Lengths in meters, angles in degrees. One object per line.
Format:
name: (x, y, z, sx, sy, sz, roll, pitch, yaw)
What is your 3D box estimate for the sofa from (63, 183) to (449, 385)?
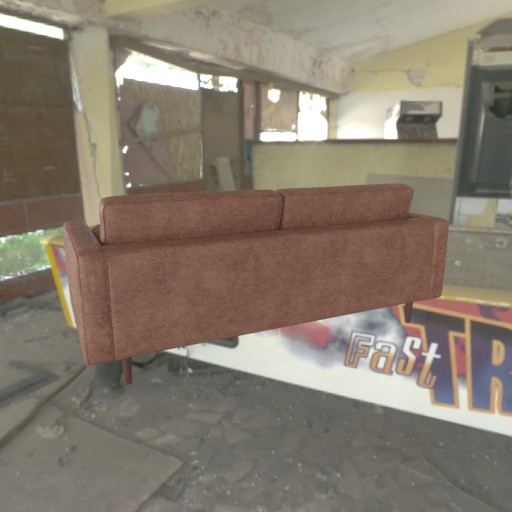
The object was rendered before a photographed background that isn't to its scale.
sofa: (0.000, 0.000, 2.389, 1.870, 0.760, 0.910, -6, 15, -25)
